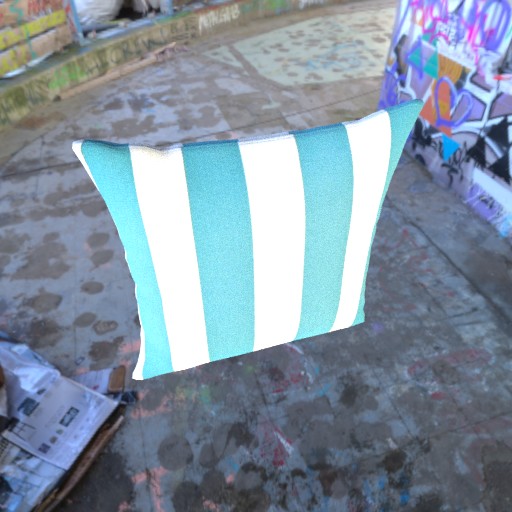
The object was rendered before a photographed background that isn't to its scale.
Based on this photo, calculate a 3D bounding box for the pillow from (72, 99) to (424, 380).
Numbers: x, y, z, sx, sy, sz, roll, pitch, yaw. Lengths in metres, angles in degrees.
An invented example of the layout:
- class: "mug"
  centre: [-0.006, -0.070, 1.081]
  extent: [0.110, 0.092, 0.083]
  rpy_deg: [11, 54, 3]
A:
- class: "pillow"
  centre: [0.000, 0.000, 0.804]
  extent: [0.536, 0.526, 0.189]
  rpy_deg: [-12, 43, -13]
